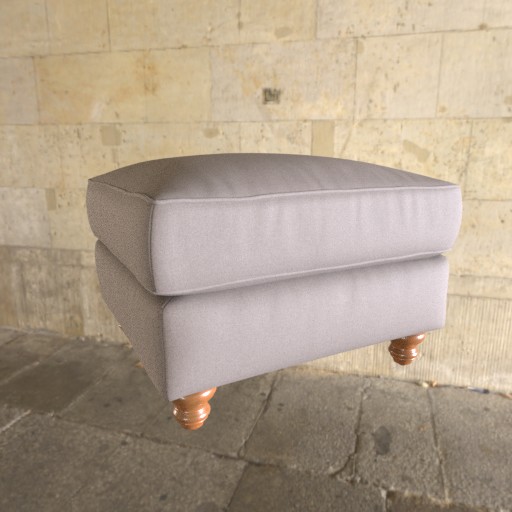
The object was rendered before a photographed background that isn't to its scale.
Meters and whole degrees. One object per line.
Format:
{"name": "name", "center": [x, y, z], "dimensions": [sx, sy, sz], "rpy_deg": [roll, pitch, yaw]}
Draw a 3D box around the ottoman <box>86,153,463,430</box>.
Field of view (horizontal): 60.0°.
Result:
{"name": "ottoman", "center": [0.000, 0.000, 1.115], "dimensions": [0.721, 0.505, 0.662], "rpy_deg": [-7, 15, -27]}
